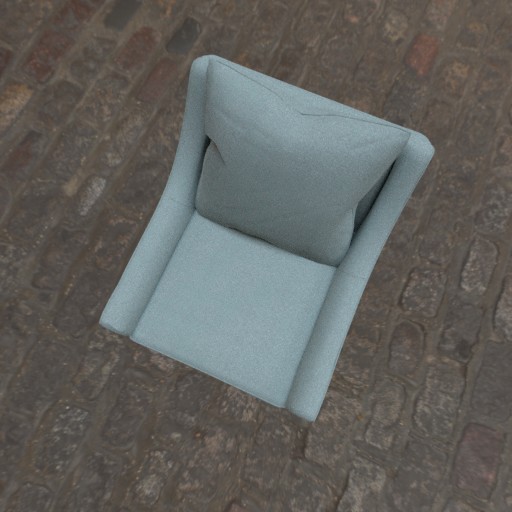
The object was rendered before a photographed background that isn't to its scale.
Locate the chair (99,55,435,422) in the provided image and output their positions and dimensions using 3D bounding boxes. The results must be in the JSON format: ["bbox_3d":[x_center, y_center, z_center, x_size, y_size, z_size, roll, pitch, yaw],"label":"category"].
[{"bbox_3d":[0.000,0.000,1.535,0.760,0.926,0.870,23,77,6],"label":"chair"}]
